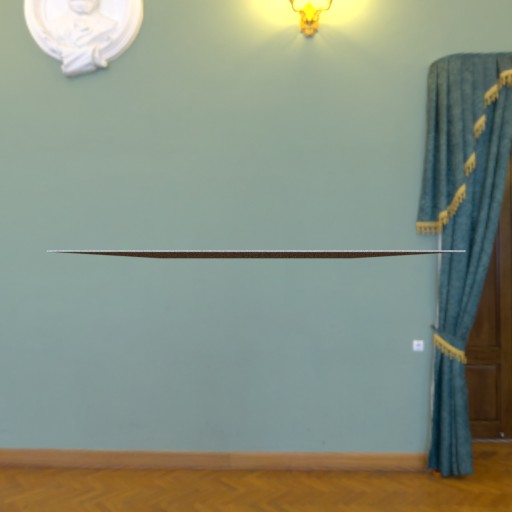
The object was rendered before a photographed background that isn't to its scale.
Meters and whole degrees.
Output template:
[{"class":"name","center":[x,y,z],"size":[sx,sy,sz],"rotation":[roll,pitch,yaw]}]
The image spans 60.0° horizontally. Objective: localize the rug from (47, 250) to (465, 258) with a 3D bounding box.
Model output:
[{"class":"rug","center":[0.000,0.000,4.075],"size":[2.421,0.008,3.045],"rotation":[0,-1,0]}]
